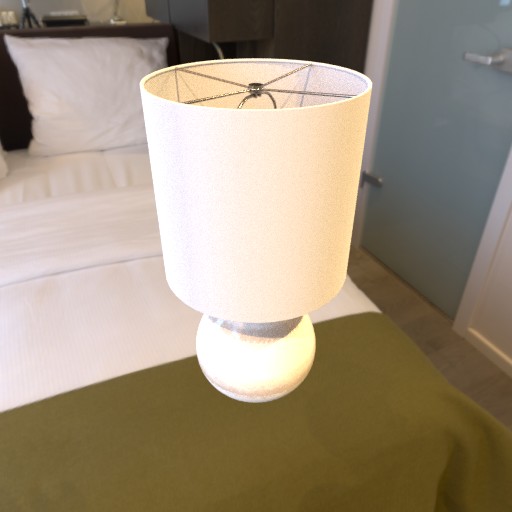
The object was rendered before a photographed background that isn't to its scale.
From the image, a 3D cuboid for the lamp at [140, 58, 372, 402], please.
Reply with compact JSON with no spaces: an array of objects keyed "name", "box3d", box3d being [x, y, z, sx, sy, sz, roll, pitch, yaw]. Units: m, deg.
[{"name":"lamp","box3d":[0.000,0.000,0.533,0.217,0.404,0.217,21,39,29]}]
